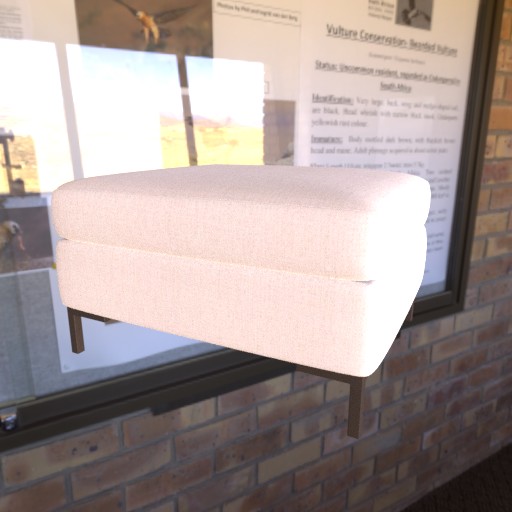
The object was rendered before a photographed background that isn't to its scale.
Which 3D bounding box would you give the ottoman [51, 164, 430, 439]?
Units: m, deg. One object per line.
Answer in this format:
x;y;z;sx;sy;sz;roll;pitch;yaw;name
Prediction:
0.000;0.000;1.173;0.794;0.453;0.657;8;17;26;ottoman
